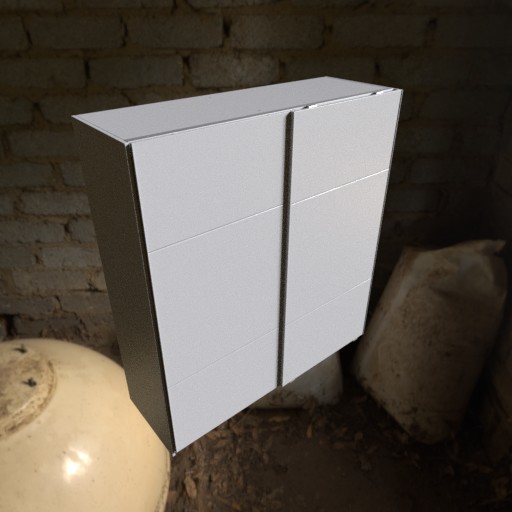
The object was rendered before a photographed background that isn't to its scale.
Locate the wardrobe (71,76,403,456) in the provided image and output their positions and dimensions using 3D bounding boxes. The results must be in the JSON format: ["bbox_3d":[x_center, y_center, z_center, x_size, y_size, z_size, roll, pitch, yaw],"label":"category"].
[{"bbox_3d":[0.000,0.000,2.896,1.780,1.960,0.629,-23,38,-33],"label":"wardrobe"}]
